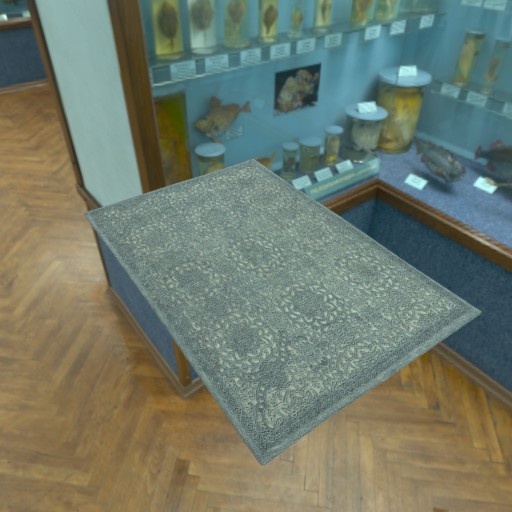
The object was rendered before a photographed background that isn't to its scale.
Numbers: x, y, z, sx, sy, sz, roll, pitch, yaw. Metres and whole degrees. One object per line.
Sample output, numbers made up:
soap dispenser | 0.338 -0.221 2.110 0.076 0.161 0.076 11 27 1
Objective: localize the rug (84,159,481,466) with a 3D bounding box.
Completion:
rug | 0.000 0.000 2.314 1.224 0.016 1.830 -24 45 -26
